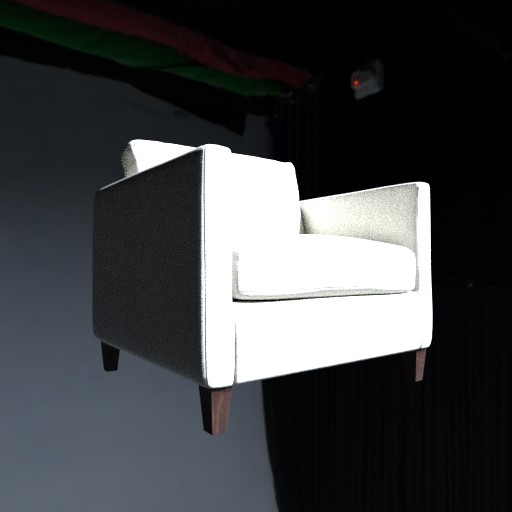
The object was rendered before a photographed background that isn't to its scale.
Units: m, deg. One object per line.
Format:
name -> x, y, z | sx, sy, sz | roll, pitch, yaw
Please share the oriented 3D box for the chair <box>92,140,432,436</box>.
chair -> 0.000, 0.000, 1.717 | 0.996, 0.919, 0.959 | 1, -1, -36
